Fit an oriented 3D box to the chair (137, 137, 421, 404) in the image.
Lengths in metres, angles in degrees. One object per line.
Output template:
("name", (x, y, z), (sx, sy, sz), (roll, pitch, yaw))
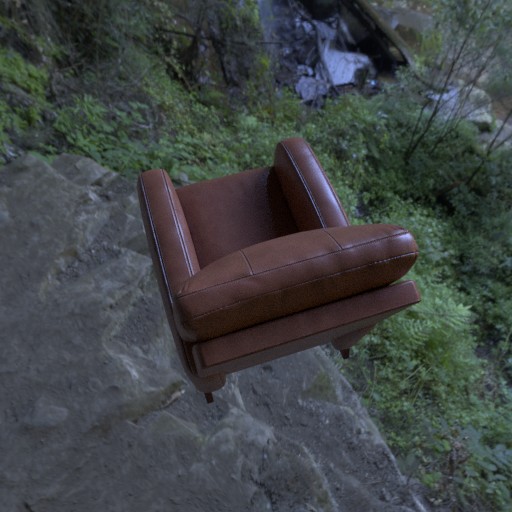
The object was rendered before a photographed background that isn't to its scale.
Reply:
("chair", (0.000, 0.000, 1.683), (0.762, 0.990, 0.990), (-15, 60, -9))
